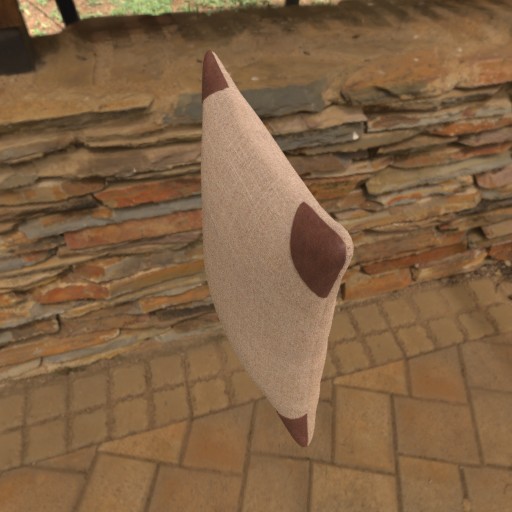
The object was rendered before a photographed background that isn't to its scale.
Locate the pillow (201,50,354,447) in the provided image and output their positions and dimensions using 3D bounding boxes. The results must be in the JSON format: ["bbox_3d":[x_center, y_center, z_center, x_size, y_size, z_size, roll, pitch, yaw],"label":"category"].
[{"bbox_3d":[0.000,0.000,0.670,0.147,0.448,0.437,-16,49,-14],"label":"pillow"}]
